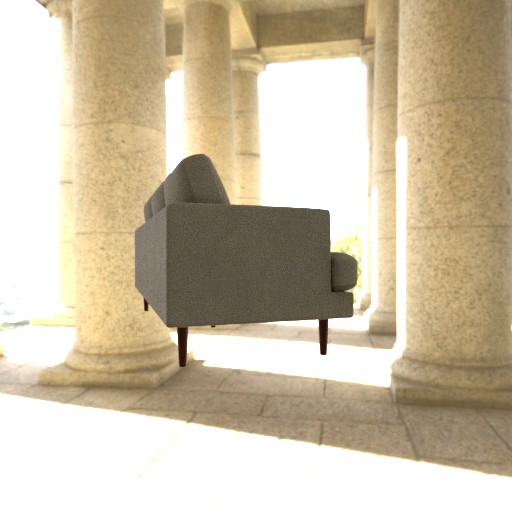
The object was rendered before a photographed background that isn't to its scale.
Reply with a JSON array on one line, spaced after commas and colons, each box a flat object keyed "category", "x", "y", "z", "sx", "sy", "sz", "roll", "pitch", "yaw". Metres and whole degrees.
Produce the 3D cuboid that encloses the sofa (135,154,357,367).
[{"category": "sofa", "x": 0.000, "y": 0.000, "z": 3.080, "sx": 1.504, "sy": 0.956, "sz": 2.233, "roll": 0, "pitch": 1, "yaw": -19}]
